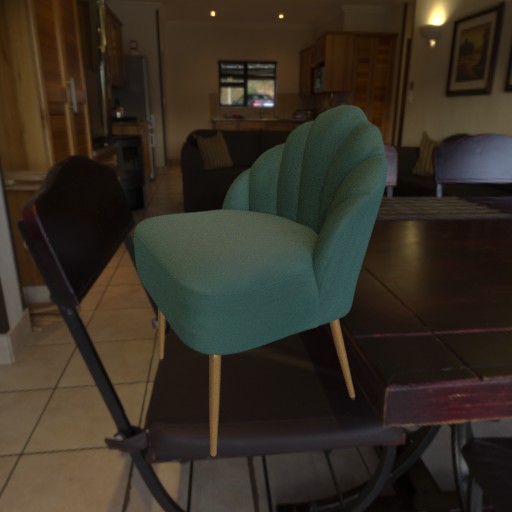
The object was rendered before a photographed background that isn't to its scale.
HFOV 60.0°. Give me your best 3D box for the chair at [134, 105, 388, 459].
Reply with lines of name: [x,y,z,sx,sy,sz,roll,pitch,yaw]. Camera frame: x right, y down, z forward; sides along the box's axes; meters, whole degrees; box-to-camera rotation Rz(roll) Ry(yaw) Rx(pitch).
chair: [0.000,0.000,1.263,0.599,0.819,0.657,-8,19,-25]
